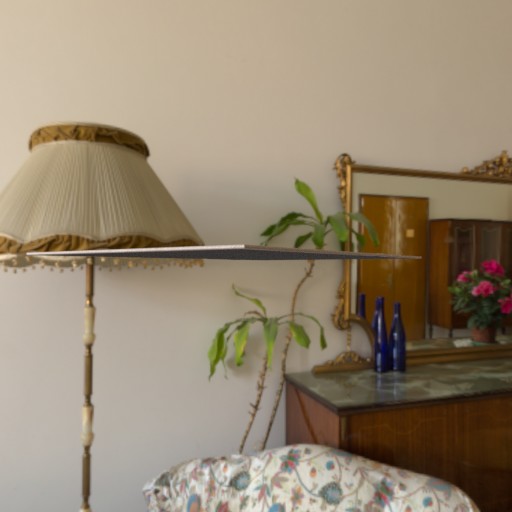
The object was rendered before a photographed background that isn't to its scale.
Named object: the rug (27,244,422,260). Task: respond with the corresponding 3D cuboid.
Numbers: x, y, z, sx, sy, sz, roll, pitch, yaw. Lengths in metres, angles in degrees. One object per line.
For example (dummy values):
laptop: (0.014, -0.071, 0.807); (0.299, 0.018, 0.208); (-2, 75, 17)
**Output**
rug: (0.000, 0.000, 2.966); (1.540, 0.021, 2.290); (-1, -2, 36)
